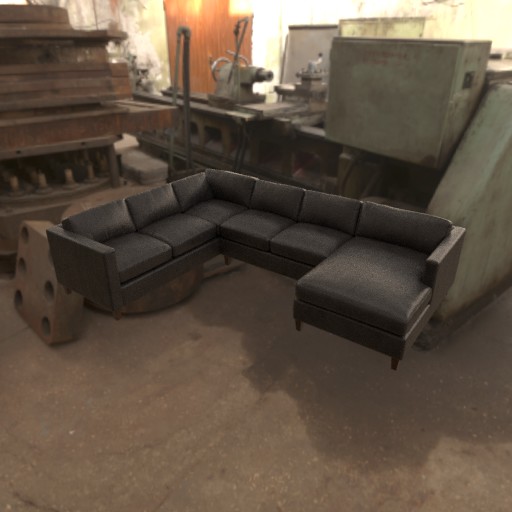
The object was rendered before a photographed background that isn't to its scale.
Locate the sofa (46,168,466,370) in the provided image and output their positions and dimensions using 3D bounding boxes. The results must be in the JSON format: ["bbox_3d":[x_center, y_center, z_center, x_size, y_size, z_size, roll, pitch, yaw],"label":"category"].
[{"bbox_3d":[0.000,0.000,4.460,3.324,0.891,2.452,18,31,32],"label":"sofa"}]
